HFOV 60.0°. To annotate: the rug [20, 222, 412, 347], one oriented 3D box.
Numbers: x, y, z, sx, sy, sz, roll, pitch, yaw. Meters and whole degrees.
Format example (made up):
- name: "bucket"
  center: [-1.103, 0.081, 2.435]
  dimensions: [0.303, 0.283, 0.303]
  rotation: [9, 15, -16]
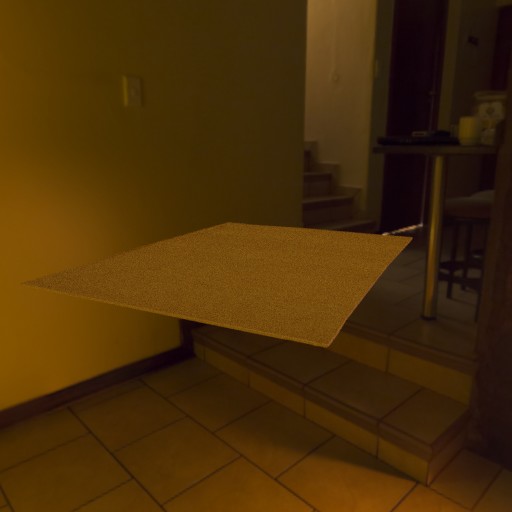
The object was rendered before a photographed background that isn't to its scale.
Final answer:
- name: "rug"
  center: [0.000, 0.000, 4.230]
  dimensions: [2.434, 0.045, 3.202]
  rotation: [7, 15, 26]
